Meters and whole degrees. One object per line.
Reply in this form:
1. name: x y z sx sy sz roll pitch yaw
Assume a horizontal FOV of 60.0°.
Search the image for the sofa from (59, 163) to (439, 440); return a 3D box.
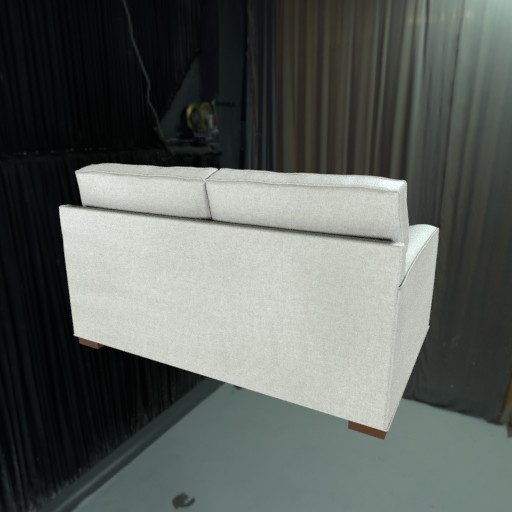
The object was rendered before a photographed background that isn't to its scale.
1. sofa: 0.000 0.000 2.072 1.484 0.853 0.940 8 18 27
